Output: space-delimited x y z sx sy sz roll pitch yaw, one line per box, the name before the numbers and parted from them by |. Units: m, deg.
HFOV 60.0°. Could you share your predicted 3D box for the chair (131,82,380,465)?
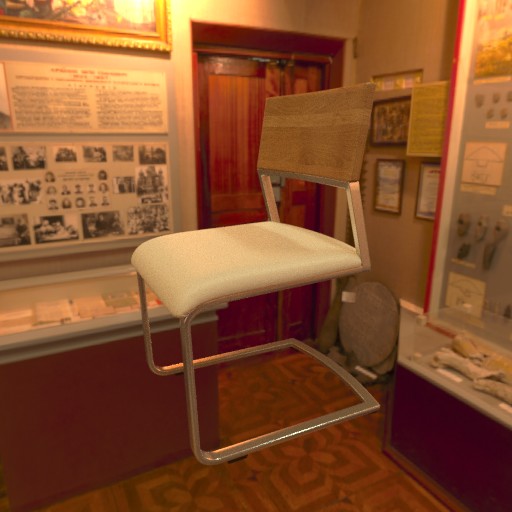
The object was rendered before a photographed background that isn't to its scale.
chair | 0.000 0.000 1.188 0.585 0.844 0.467 -7 17 -25
